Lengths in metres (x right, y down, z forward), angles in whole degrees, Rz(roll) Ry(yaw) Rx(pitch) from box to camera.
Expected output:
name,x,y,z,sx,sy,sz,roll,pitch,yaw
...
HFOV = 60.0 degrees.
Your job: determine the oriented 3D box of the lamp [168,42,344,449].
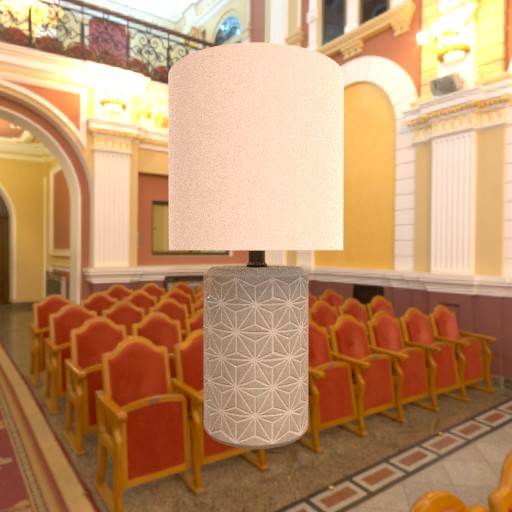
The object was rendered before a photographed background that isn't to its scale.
name,x,y,z,sx,sy,sz,roll,pitch,yaw
lamp,0.000,0.000,0.534,0.206,0.416,0.206,-1,1,-35
